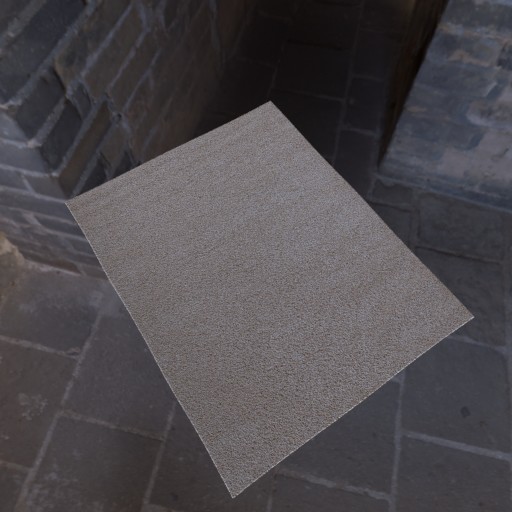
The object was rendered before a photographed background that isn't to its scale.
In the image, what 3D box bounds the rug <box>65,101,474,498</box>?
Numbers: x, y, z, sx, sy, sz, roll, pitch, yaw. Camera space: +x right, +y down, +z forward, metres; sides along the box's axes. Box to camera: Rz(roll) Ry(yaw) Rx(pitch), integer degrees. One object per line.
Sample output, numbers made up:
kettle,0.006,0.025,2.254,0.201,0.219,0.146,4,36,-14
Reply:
rug,0.000,0.000,3.990,2.400,0.026,3.000,-31,67,-15
